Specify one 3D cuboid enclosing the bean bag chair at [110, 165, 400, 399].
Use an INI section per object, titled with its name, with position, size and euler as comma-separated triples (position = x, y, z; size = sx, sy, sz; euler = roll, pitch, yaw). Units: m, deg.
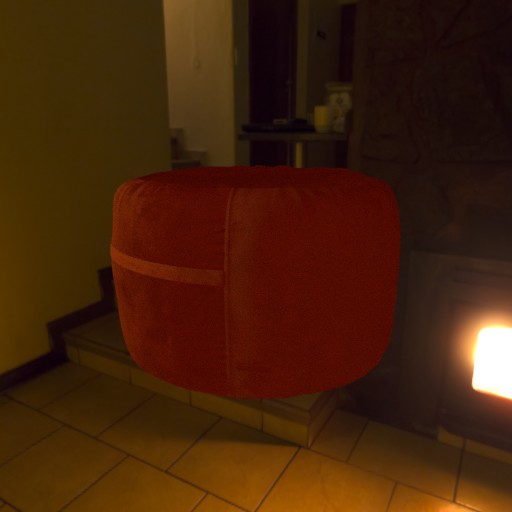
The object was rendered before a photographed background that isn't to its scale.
[bean bag chair]
position = 0.000, 0.000, 1.980
size = 1.219, 0.762, 1.219
euler = 0, 15, 0
